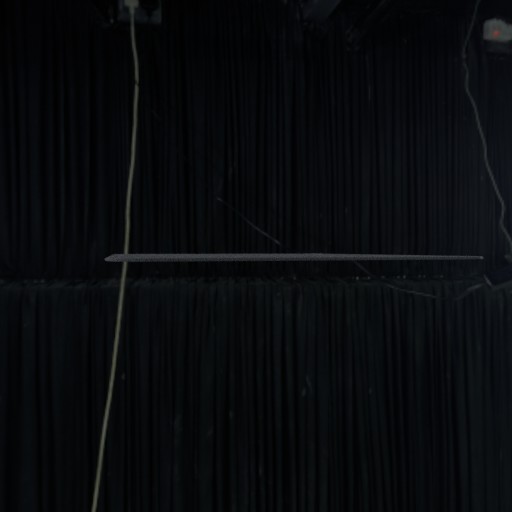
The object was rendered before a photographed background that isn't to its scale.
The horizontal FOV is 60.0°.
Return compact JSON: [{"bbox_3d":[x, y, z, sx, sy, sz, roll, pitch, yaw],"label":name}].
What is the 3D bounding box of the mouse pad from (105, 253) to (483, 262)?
[{"bbox_3d":[0.000,0.000,0.431,0.269,0.002,0.315,0,1,-17],"label":"mouse pad"}]
